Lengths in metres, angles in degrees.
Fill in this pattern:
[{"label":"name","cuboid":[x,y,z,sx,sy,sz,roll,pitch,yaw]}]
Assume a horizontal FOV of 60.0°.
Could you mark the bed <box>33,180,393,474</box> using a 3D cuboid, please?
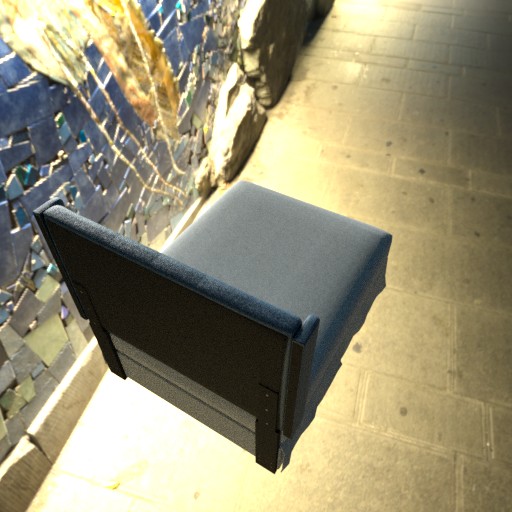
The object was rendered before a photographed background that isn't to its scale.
[{"label":"bed","cuboid":[0.000,0.000,3.362,1.719,1.665,2.078,23,50,21]}]
